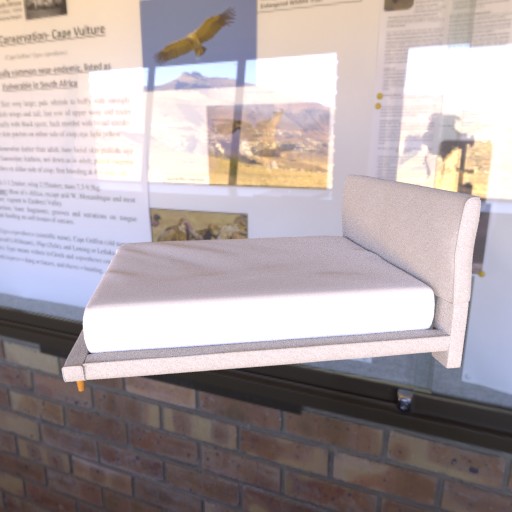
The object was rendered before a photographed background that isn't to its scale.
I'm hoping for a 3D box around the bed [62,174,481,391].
[{"bbox_3d":[0.000,0.000,3.485,2.498,1.126,1.980,-2,15,-9],"label":"bed"}]
